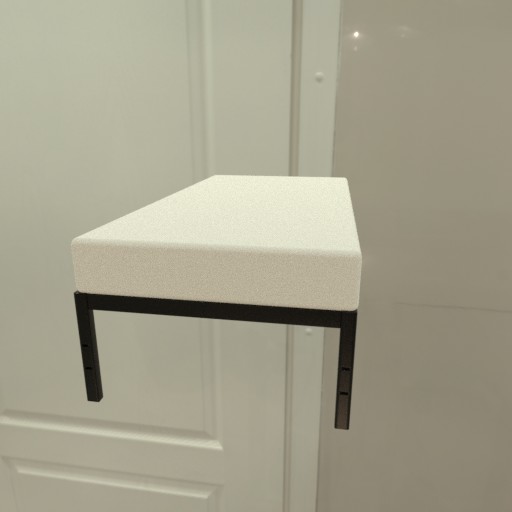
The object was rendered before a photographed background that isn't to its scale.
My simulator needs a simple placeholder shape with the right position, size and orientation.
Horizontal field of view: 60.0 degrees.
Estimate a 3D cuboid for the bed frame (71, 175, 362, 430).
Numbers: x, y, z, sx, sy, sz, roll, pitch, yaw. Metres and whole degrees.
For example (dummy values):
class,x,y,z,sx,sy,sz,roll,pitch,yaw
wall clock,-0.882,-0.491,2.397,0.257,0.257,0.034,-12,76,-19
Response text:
class,x,y,z,sx,sy,sz,roll,pitch,yaw
bed frame,0.000,0.000,2.473,1.023,0.659,1.950,3,17,9
